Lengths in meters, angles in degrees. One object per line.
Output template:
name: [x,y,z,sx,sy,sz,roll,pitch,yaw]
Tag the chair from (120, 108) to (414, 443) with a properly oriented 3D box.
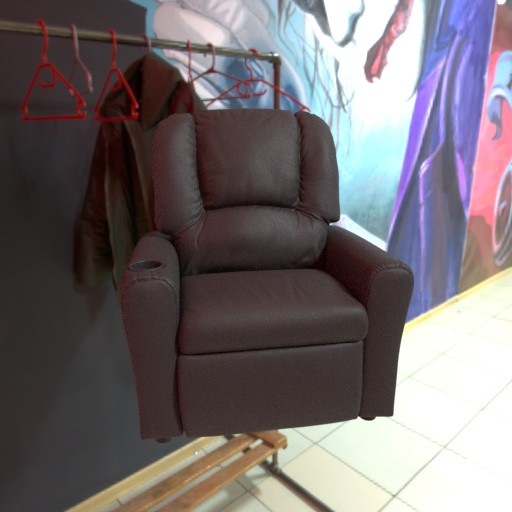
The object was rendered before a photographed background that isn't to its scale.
chair: [0.000,0.000,1.098,0.610,0.709,0.521,-3,17,-9]
